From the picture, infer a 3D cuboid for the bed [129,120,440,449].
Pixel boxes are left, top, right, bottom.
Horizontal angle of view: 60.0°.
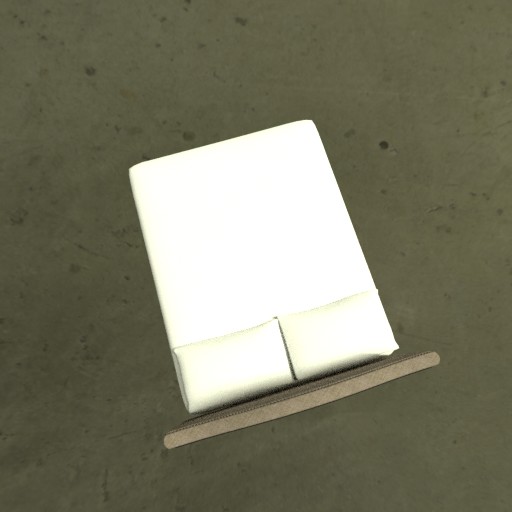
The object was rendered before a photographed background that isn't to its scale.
[{"bbox_3d":[0.000,0.000,3.302,1.713,1.518,2.153,-16,76,-4],"label":"bed"}]
